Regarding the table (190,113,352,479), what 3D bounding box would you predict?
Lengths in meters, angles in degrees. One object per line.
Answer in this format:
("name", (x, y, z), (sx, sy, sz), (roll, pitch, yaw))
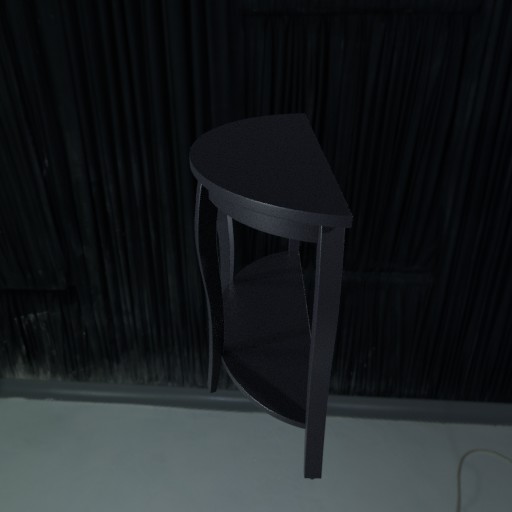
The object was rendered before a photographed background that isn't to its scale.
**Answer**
("table", (0.000, 0.000, 1.555), (0.394, 0.780, 1.219), (1, 26, 1))
